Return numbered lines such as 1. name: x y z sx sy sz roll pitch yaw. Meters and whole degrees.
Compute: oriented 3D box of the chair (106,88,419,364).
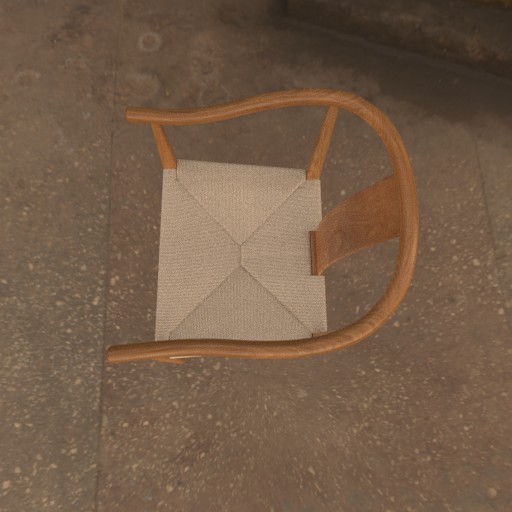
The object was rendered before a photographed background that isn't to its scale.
1. chair: 0.000 0.000 1.170 0.579 0.800 0.556 0 75 0
